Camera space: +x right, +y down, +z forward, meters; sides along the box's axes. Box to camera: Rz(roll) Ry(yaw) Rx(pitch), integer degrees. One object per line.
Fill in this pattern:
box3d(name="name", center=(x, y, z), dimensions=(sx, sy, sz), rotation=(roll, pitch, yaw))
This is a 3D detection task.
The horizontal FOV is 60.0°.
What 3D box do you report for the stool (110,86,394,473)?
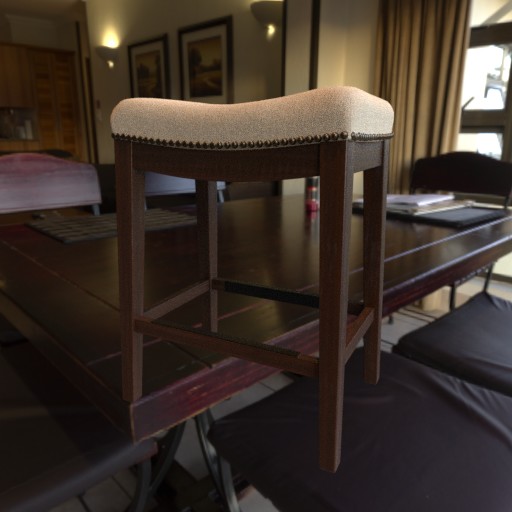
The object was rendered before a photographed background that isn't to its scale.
box3d(name="stool", center=(0.000, 0.000, 0.981), dimensions=(0.509, 0.669, 0.363), rotation=(8, 17, 26))
